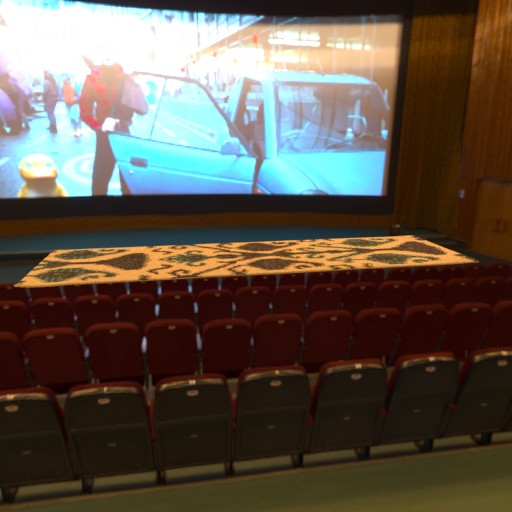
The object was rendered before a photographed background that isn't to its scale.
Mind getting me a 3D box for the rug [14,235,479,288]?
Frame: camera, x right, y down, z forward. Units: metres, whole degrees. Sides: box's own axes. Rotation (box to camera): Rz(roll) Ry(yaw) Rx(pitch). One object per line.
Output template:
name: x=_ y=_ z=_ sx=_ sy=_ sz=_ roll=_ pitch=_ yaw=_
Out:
rug: x=0.000 y=0.000 z=2.481 sx=2.301 sy=0.017 sz=0.692 roll=-3 pitch=15 yaw=-10
